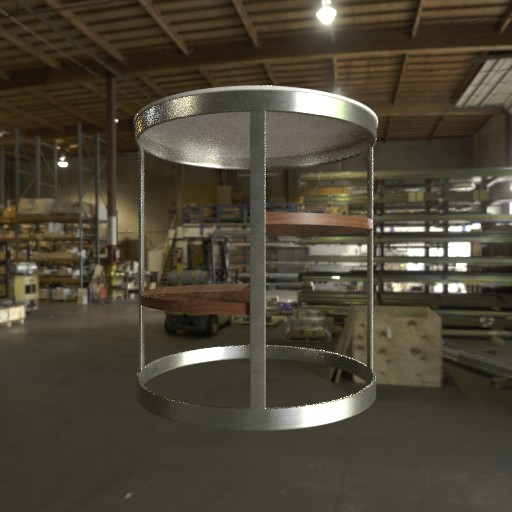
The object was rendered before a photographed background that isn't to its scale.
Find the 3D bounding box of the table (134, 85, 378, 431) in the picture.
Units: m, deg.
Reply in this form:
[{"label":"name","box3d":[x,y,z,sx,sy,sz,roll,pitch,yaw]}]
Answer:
[{"label":"table","box3d":[0.000,0.000,0.768,0.407,0.447,0.407,0,0,0]}]
